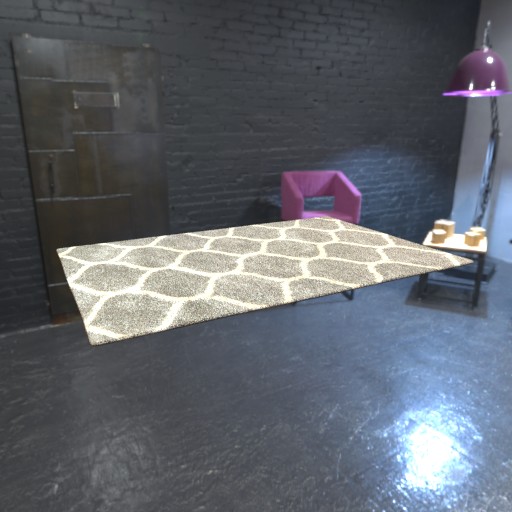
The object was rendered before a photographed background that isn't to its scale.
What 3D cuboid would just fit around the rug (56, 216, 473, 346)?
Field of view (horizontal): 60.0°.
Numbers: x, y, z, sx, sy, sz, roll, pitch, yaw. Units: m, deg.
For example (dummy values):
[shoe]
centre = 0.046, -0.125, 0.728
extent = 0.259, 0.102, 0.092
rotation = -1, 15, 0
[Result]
[rug]
centre = 0.000, 0.000, 3.423
extent = 2.701, 0.026, 1.801
rotation = -9, 19, -27
